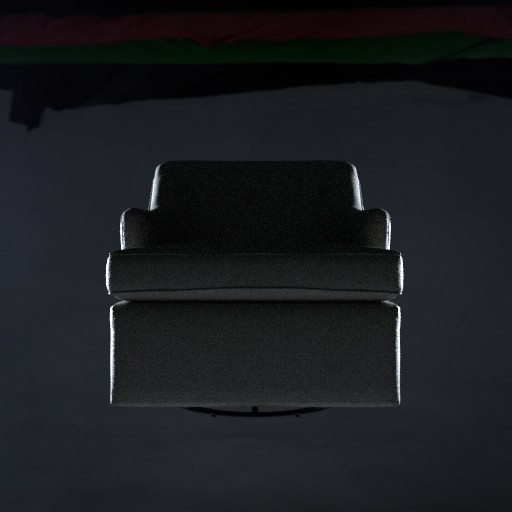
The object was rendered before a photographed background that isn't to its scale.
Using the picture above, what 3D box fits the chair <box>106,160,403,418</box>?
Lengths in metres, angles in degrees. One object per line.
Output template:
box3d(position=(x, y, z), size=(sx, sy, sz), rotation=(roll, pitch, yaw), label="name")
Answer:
box3d(position=(0.000, 0.000, 1.580), size=(0.864, 0.856, 0.923), rotation=(0, 0, 0), label="chair")
